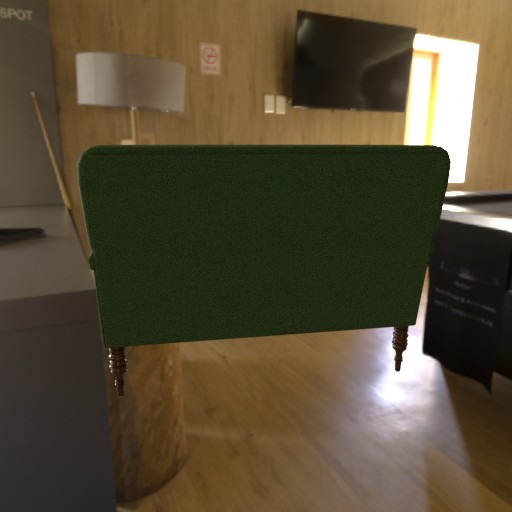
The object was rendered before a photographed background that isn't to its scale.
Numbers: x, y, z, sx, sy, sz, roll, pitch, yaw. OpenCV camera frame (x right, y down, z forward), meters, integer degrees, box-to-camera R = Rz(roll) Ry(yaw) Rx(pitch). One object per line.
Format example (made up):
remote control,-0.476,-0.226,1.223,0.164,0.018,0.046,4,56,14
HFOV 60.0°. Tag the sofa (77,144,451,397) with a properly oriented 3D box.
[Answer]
sofa,0.000,0.000,1.823,1.297,0.889,0.779,-2,14,-10
